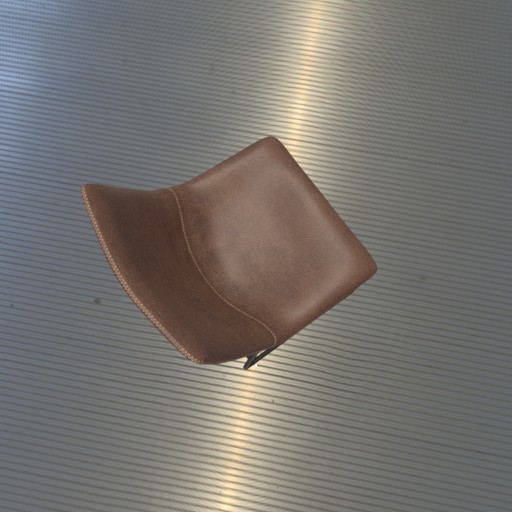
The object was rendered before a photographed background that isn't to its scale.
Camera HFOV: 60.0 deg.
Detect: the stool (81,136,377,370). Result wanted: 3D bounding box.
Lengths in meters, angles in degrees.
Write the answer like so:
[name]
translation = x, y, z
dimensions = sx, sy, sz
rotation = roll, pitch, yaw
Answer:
[stool]
translation = 0.000, 0.000, 1.198
dimensions = 0.550, 0.890, 0.460
rotation = -34, 79, -8
